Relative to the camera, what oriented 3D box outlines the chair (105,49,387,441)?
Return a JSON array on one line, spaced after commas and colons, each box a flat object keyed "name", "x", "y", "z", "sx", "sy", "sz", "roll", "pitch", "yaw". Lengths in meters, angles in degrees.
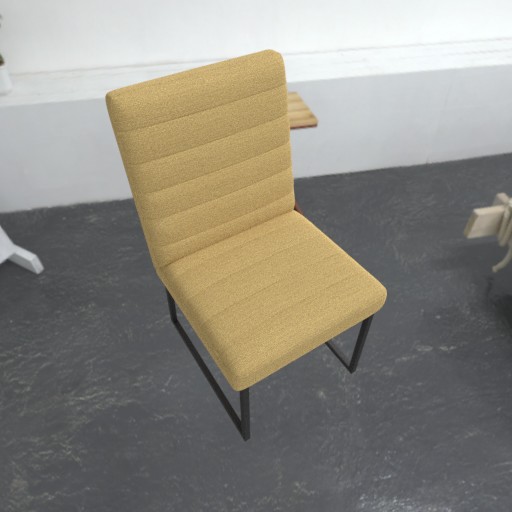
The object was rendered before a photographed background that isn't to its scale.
[{"name": "chair", "x": 0.000, "y": 0.000, "z": 1.334, "sx": 0.520, "sy": 0.930, "sz": 0.634, "roll": -25, "pitch": 51, "yaw": -22}]
